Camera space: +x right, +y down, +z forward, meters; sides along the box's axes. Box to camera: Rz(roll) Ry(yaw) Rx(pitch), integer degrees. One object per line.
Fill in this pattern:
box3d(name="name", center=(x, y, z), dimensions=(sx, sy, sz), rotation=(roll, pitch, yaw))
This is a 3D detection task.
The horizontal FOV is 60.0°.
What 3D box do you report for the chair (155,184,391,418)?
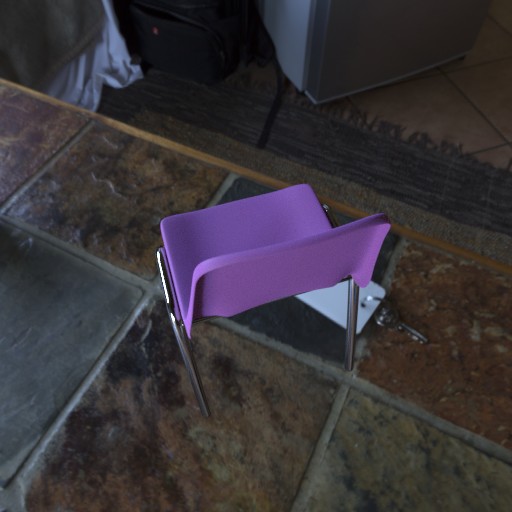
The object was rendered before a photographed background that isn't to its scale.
box3d(name="chair", center=(0.000, 0.000, 0.669), dimensions=(0.291, 0.493, 0.301), rotation=(-15, 60, -9))
